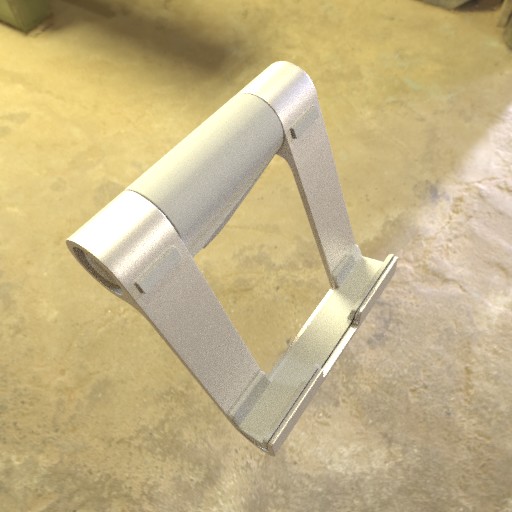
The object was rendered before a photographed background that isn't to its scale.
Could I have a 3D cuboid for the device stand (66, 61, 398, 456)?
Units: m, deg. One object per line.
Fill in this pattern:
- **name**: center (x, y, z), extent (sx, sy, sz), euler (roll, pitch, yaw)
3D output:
- **device stand**: center (0.000, 0.000, 0.150), extent (0.079, 0.084, 0.086), euler (32, 63, 18)
